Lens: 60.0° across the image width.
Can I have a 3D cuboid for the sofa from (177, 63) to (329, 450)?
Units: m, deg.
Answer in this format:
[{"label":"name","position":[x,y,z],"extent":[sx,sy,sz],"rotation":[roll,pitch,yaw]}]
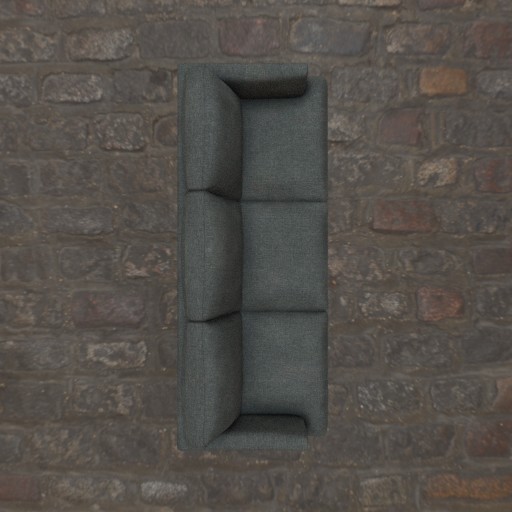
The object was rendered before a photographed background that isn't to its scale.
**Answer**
[{"label":"sofa","position":[0.000,0.000,2.730],"extent":[0.903,0.930,2.246],"rotation":[0,90,0]}]
